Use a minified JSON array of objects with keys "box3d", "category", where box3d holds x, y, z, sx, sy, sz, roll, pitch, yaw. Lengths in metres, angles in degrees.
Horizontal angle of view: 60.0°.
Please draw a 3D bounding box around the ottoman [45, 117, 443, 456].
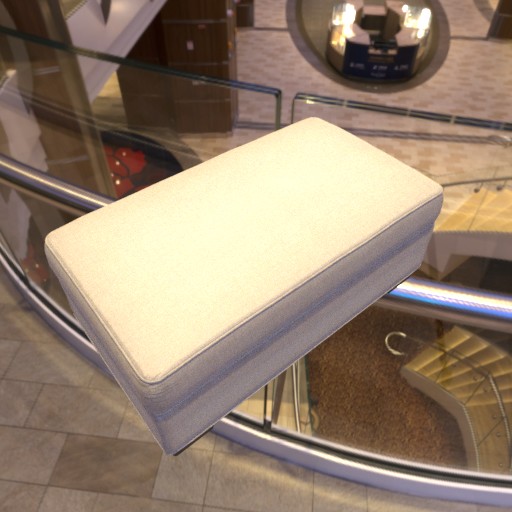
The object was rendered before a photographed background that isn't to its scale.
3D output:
[{"box3d":[0.000,0.000,1.449,1.097,0.461,0.617,-31,53,-26],"category":"ottoman"}]
